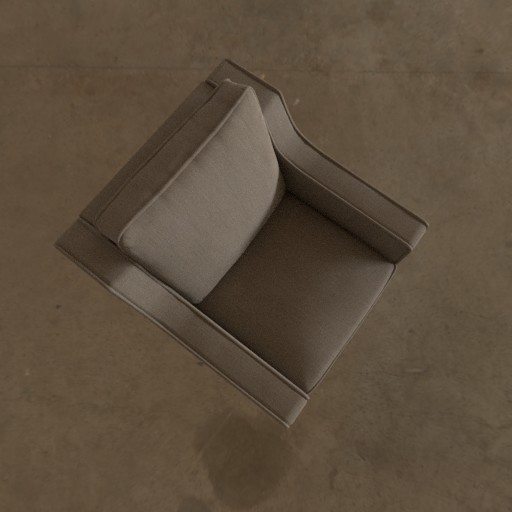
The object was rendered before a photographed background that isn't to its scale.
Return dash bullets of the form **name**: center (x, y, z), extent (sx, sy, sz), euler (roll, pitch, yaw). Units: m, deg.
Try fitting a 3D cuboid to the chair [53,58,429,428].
- **chair**: center (0.000, 0.000, 1.657), extent (0.909, 0.960, 0.831), euler (36, 78, 9)
